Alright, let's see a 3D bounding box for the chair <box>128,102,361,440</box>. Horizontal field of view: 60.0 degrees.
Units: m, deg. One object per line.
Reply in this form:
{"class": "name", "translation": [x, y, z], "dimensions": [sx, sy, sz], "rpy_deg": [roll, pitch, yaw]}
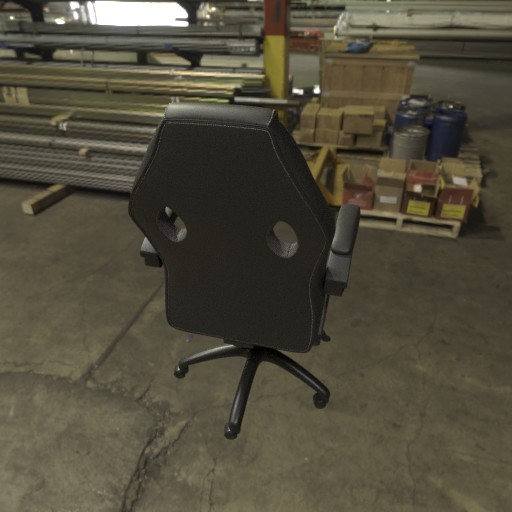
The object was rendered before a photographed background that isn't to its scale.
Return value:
{"class": "chair", "translation": [0.000, 0.000, 1.572], "dimensions": [0.673, 1.187, 0.724], "rpy_deg": [8, 33, 13]}
